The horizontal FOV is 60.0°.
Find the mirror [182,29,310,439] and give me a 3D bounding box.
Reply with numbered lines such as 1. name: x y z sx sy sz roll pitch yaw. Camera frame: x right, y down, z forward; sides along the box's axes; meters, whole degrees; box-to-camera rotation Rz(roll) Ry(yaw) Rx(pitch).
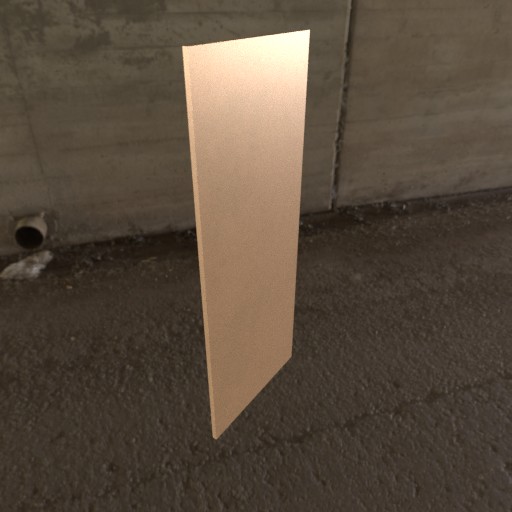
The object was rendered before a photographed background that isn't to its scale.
1. mirror: 0.000 0.000 2.282 0.026 2.031 0.812 20 37 30
